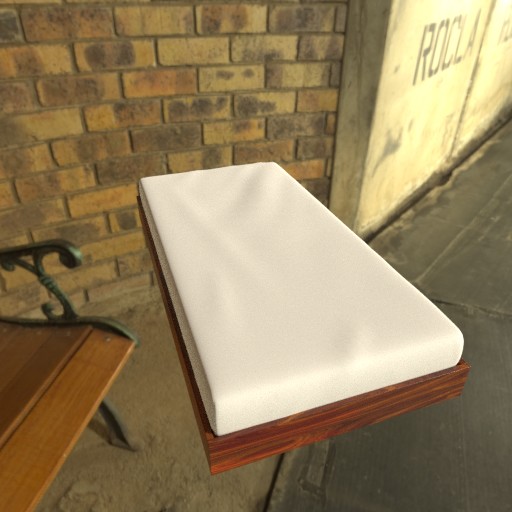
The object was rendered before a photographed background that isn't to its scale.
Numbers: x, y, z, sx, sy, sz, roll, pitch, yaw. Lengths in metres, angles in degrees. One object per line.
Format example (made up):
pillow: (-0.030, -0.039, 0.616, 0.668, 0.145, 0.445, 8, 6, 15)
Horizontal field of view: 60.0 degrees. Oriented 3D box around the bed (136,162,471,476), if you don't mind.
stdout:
bed: (0.000, 0.000, 2.160, 0.940, 0.312, 1.860, -10, 33, -16)
